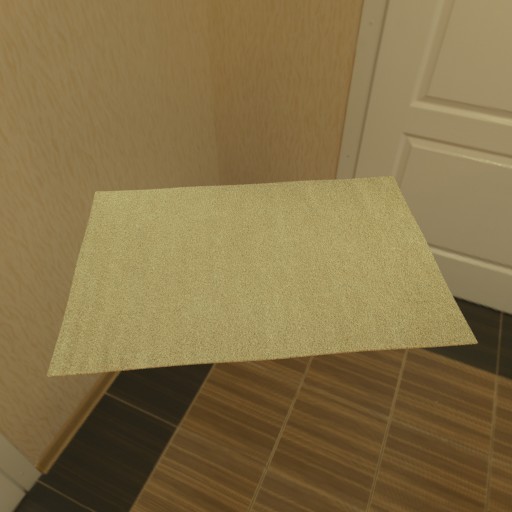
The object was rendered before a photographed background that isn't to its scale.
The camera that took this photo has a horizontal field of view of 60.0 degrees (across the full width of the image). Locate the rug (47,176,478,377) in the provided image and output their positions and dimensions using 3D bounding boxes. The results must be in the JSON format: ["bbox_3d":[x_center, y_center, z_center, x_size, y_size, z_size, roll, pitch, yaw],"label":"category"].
[{"bbox_3d":[0.000,0.000,3.389,2.699,0.025,1.800,-4,46,-3],"label":"rug"}]
